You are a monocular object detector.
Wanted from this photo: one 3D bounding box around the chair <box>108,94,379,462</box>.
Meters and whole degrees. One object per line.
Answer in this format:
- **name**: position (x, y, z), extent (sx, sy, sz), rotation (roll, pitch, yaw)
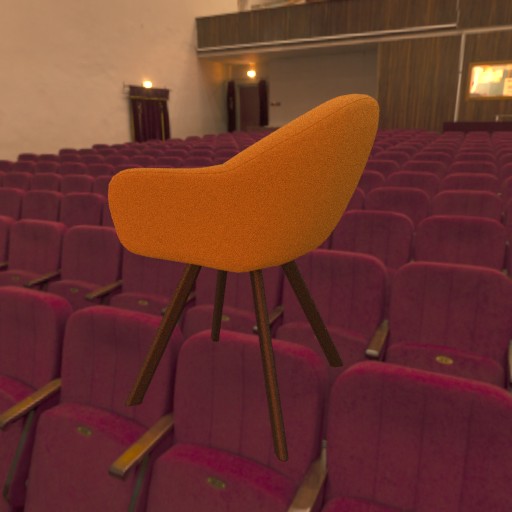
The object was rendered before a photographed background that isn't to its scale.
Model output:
- **chair**: position (0.000, 0.000, 1.153), extent (0.565, 0.775, 0.545), rotation (7, 17, 25)
